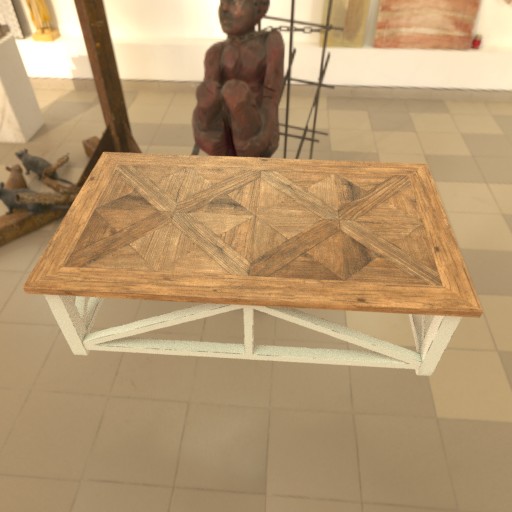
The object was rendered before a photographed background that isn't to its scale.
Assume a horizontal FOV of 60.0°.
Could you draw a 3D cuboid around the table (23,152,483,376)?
[{"bbox_3d":[0.000,0.000,1.770,1.400,0.410,0.800,3,44,3],"label":"table"}]
